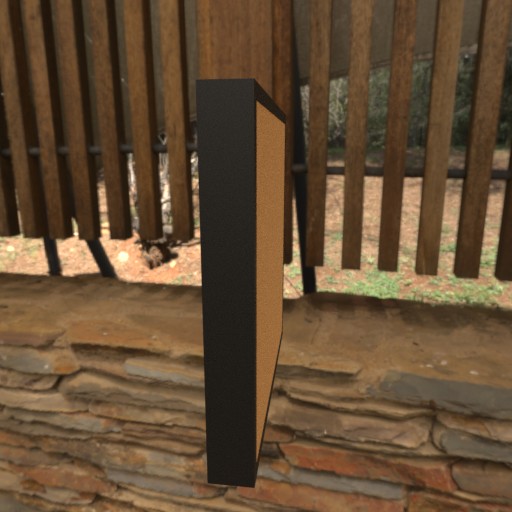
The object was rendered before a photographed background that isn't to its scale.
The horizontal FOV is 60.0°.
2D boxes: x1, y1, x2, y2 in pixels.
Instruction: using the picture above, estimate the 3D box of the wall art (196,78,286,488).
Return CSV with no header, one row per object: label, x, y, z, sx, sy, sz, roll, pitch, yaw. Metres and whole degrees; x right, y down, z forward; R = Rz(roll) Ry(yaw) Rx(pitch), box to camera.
wall art,0.000,0.000,0.464,0.038,0.304,0.305,2,13,7
